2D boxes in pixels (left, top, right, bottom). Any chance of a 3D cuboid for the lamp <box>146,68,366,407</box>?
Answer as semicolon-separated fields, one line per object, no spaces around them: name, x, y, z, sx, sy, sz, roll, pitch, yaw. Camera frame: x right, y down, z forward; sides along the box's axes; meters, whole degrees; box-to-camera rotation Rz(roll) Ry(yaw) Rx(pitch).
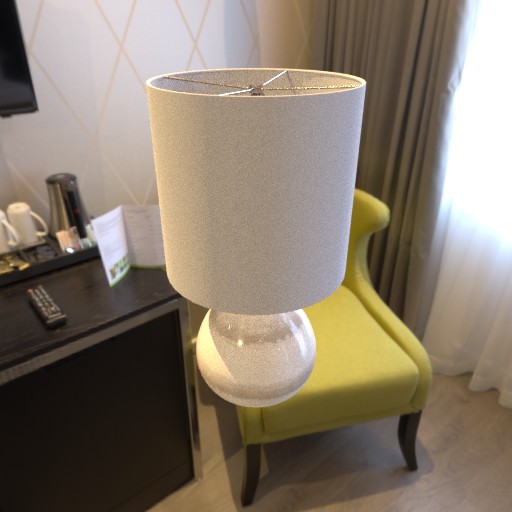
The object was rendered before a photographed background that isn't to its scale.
lamp;0.000;0.000;0.542;0.217;0.404;0.217;10;30;18
